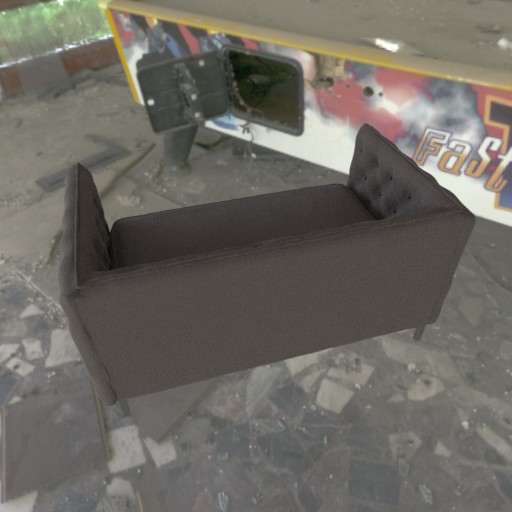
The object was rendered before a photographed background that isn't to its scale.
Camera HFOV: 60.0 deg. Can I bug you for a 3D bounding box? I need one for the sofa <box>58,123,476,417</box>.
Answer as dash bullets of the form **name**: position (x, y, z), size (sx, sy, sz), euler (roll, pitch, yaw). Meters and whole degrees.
- **sofa**: position (0.000, 0.000, 2.111), size (1.583, 0.810, 0.909), euler (-11, 42, -13)
